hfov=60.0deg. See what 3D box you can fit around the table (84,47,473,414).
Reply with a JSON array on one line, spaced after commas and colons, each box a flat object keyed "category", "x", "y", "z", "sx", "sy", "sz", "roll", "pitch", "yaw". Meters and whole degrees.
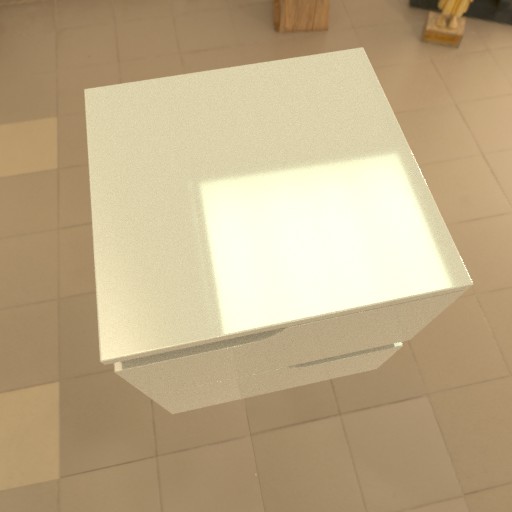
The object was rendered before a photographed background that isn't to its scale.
[{"category": "table", "x": 0.000, "y": 0.000, "z": 0.781, "sx": 0.420, "sy": 0.470, "sz": 0.400, "roll": -11, "pitch": 64, "yaw": -5}]
